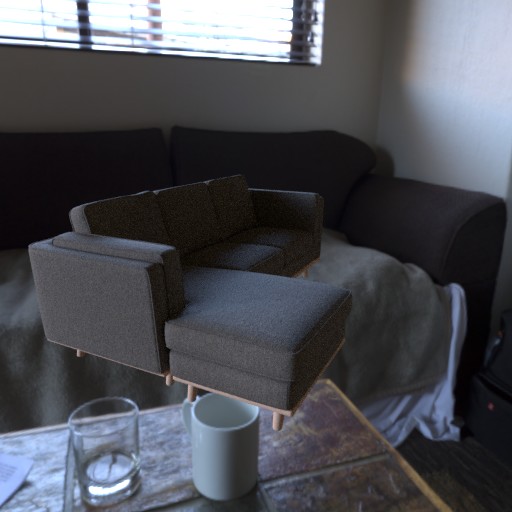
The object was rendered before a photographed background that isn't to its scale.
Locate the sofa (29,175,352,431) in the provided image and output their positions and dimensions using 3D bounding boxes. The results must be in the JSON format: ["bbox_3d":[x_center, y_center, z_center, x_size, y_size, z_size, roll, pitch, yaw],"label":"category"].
[{"bbox_3d":[0.000,0.000,3.128,1.604,0.929,2.411,8,18,26],"label":"sofa"}]
